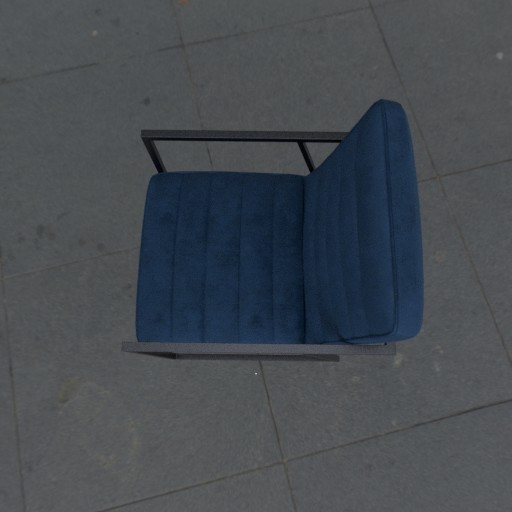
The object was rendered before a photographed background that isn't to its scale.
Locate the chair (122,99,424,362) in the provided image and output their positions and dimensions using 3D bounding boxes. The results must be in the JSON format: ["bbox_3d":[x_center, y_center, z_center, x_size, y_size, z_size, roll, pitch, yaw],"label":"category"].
[{"bbox_3d":[0.000,0.000,1.286,0.677,0.833,0.571,1,75,0],"label":"chair"}]
